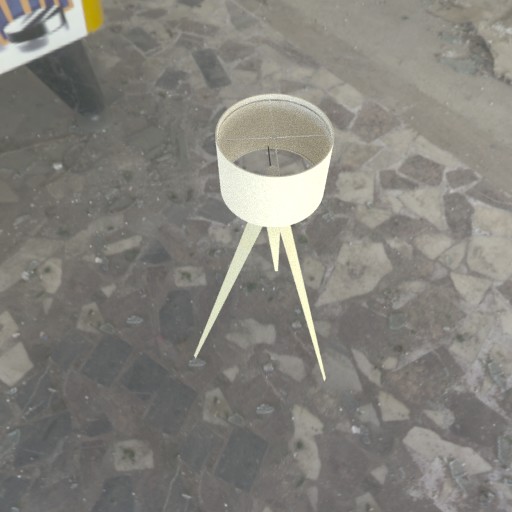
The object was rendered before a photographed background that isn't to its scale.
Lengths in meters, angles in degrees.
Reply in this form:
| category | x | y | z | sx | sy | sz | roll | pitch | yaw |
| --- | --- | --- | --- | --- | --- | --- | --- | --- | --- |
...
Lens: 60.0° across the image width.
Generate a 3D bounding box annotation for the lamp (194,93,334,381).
| category | x | y | z | sx | sy | sz | roll | pitch | yaw |
| --- | --- | --- | --- | --- | --- | --- | --- | --- | --- |
| lamp | 0.000 | 0.000 | 1.964 | 0.724 | 1.524 | 0.716 | -3 | 58 | -2 |
